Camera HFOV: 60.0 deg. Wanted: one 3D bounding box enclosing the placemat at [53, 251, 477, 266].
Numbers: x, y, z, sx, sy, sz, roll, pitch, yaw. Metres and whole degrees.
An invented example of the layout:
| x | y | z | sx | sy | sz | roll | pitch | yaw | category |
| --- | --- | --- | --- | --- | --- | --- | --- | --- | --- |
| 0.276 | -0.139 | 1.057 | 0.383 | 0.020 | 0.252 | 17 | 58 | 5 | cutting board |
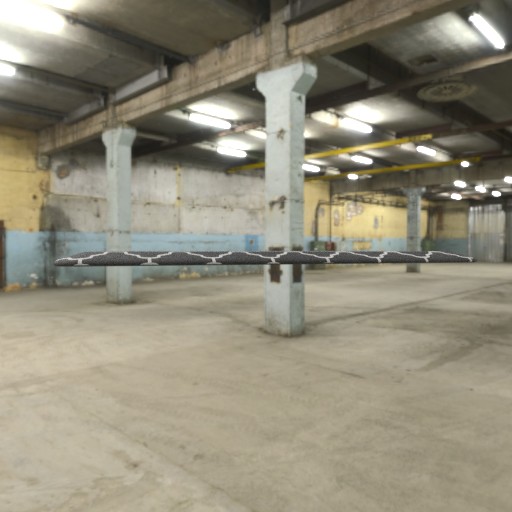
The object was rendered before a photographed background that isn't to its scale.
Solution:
| x | y | z | sx | sy | sz | roll | pitch | yaw | category |
| --- | --- | --- | --- | --- | --- | --- | --- | --- | --- |
| 0.000 | 0.000 | 0.976 | 0.762 | 0.021 | 0.508 | 0 | 1 | -17 | placemat |
